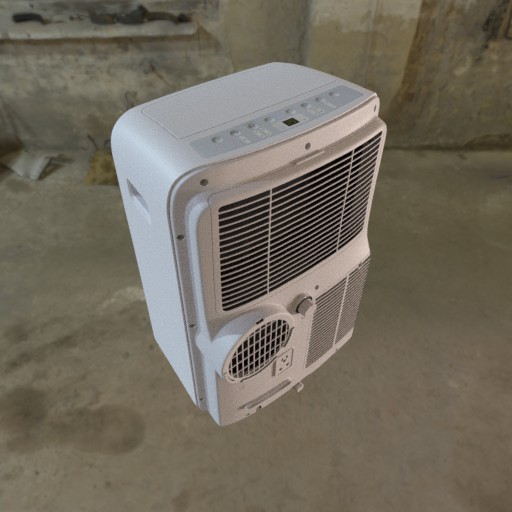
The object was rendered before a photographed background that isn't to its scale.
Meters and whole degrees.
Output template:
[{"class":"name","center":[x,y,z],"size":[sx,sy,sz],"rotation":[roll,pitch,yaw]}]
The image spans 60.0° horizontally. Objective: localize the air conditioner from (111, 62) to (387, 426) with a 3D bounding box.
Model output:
[{"class":"air conditioner","center":[0.000,0.000,0.946],"size":[0.454,0.700,0.365],"rotation":[-29,52,-25]}]
